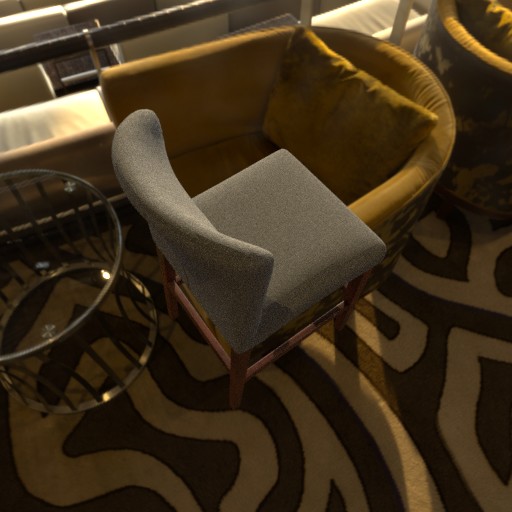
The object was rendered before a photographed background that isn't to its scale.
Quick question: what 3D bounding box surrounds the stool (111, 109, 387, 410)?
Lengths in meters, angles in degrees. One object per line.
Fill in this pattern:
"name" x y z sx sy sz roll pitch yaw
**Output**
"stool" 0.000 0.000 1.289 0.568 0.968 0.479 -32 64 -18
